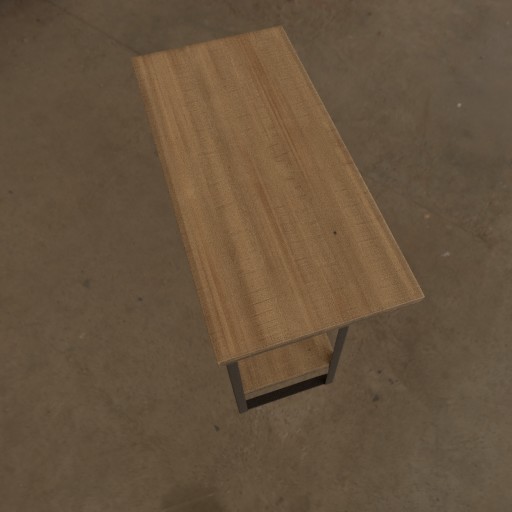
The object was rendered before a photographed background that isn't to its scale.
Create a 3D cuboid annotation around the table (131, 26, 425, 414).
[{"bbox_3d":[0.000,0.000,1.034,0.300,0.701,0.599,-16,64,-8],"label":"table"}]
